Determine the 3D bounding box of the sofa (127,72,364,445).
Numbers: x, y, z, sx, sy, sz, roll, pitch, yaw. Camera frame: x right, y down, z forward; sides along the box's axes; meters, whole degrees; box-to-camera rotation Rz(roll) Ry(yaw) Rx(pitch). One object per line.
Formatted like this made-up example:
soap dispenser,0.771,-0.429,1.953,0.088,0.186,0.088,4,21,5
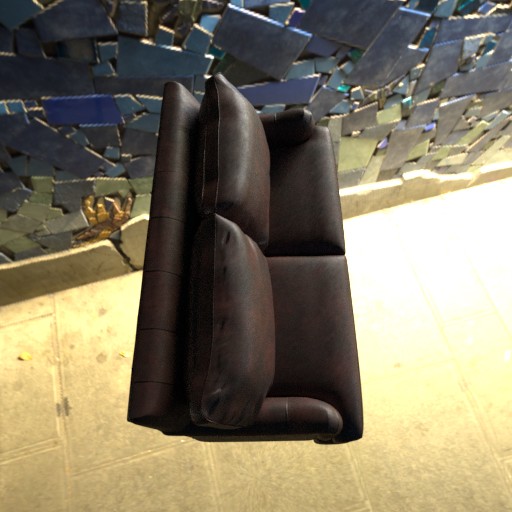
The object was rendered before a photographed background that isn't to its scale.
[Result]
sofa,0.000,0.000,2.747,1.147,1.071,2.144,-1,63,0
